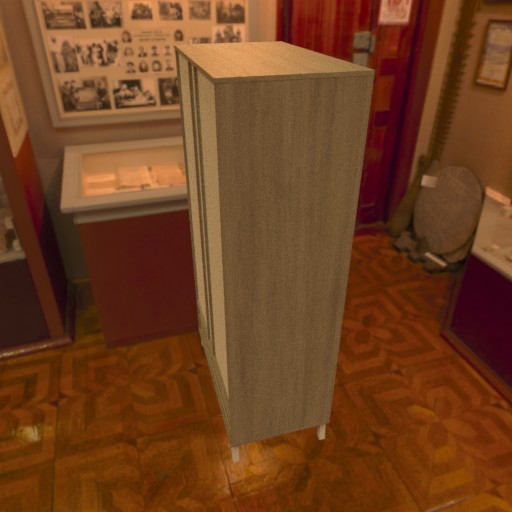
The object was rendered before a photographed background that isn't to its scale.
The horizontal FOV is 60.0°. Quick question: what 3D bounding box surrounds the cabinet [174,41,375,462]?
[{"bbox_3d":[0.000,0.000,2.404,0.571,1.999,1.006,-9,32,-14],"label":"cabinet"}]
